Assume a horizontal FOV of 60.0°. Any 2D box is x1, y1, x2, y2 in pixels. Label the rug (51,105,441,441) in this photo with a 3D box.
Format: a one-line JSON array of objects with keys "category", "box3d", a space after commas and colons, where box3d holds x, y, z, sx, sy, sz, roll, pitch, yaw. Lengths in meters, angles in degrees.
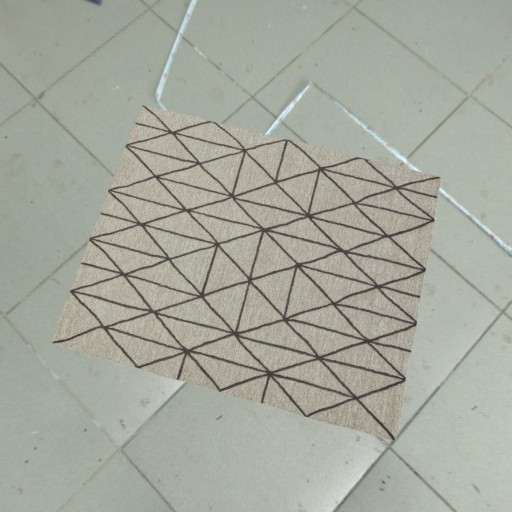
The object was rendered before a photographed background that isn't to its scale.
[{"category": "rug", "box3d": [0.000, 0.000, 4.053, 3.061, 0.022, 2.468, 15, 75, 4]}]
